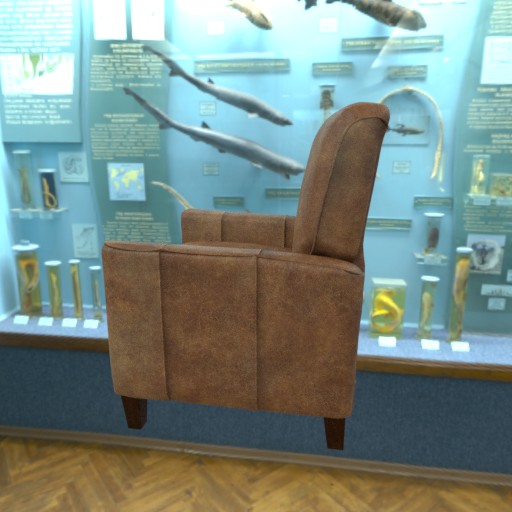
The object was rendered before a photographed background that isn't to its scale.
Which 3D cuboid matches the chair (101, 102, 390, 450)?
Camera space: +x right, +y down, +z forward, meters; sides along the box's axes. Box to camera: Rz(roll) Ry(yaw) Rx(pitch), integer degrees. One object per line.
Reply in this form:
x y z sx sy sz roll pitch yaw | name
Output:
0.000 0.000 1.653 0.836 1.043 0.843 2 13 9 | chair
